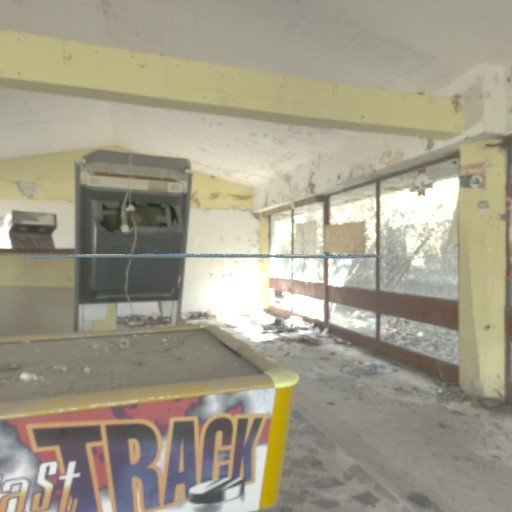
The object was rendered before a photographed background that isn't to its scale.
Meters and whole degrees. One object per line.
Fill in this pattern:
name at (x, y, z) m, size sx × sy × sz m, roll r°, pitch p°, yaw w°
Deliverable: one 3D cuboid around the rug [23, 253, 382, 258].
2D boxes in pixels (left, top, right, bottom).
rug at (0.000, 0.000, 2.220) m, size 1.145 × 0.021 × 1.777 m, roll 0°, pitch 0°, yaw 18°
